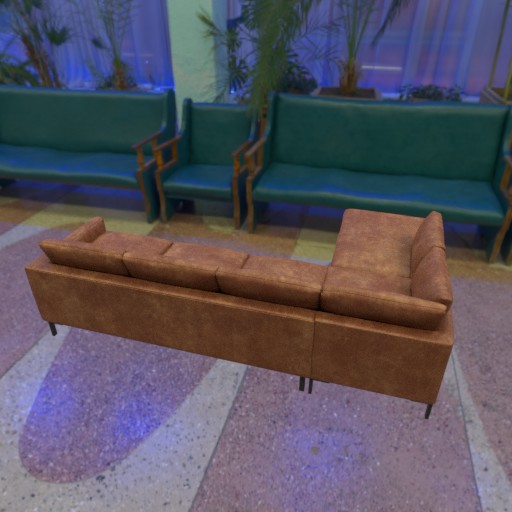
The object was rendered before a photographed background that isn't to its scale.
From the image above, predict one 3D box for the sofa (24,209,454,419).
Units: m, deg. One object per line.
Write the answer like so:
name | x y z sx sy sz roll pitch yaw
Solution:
sofa | 0.000 0.000 3.768 2.984 0.877 1.938 9 33 14
